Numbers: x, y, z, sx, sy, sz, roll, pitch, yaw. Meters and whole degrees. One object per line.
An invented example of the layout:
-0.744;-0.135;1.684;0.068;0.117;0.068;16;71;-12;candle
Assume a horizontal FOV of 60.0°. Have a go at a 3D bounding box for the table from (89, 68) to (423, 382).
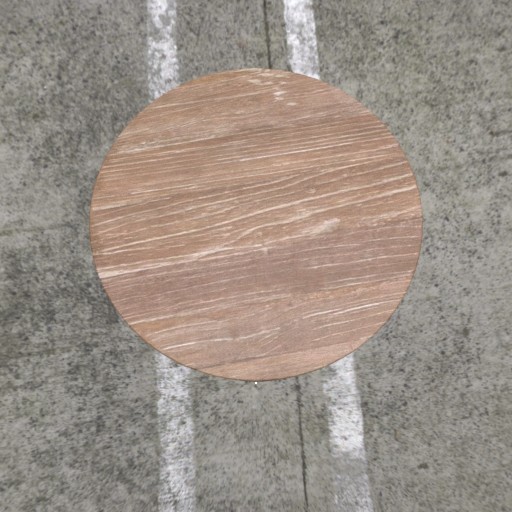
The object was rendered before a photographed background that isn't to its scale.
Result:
0.000;0.000;0.967;0.527;0.551;0.527;0;74;0;table
